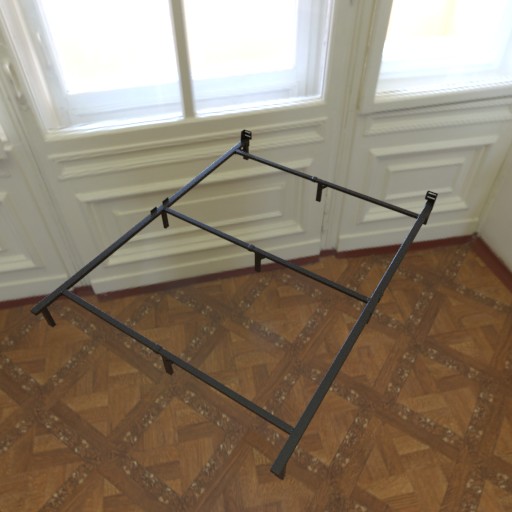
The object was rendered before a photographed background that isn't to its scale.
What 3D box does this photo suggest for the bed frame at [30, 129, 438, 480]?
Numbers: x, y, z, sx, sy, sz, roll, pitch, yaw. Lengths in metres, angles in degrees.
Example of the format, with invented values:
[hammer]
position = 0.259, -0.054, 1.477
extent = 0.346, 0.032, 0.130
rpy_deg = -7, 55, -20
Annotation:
[bed frame]
position = 0.000, 0.000, 2.617
extent = 1.498, 0.248, 1.990
rpy_deg = 25, 50, 22
